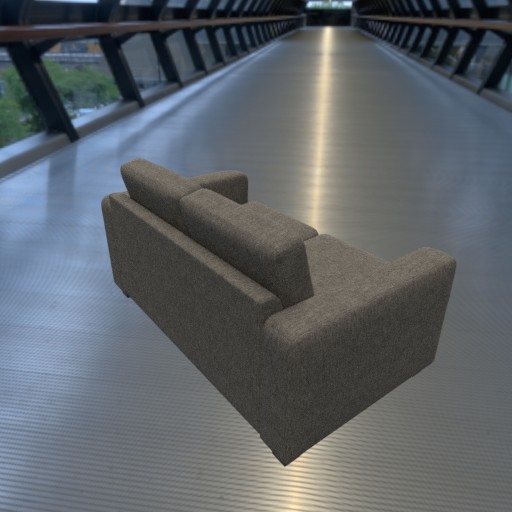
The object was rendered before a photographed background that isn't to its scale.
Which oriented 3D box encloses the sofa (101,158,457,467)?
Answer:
[{"bbox_3d":[0.000,0.000,2.072,0.900,0.800,1.520,-19,33,-33],"label":"sofa"}]
